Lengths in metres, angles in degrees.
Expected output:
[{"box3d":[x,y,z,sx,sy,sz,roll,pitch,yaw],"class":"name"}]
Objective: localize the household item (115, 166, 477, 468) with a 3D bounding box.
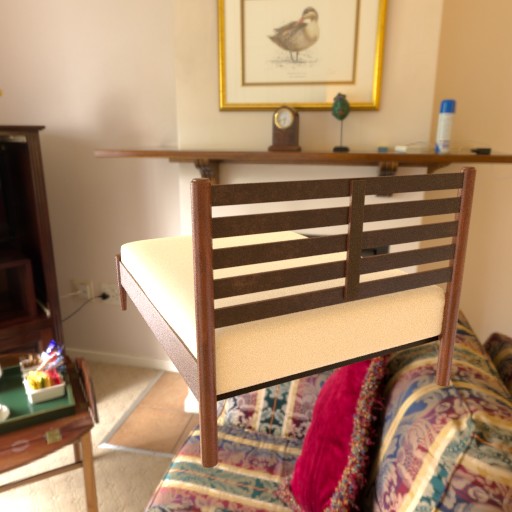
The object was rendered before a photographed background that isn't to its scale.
[{"box3d":[0.000,0.000,3.236,1.663,1.356,2.232,-7,17,-26],"class":"household item"}]
